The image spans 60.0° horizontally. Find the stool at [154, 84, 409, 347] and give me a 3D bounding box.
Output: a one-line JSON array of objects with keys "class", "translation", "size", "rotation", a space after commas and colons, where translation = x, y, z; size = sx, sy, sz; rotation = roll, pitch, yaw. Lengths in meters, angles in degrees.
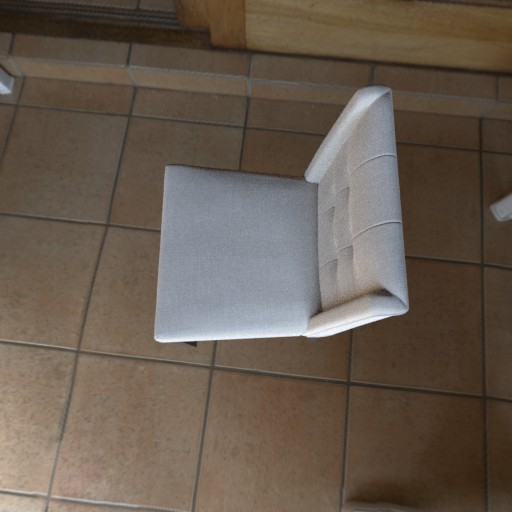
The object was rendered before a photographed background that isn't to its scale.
[{"class": "stool", "translation": [0.000, 0.000, 1.222], "size": [0.509, 0.939, 0.474], "rotation": [0, 75, 0]}]
